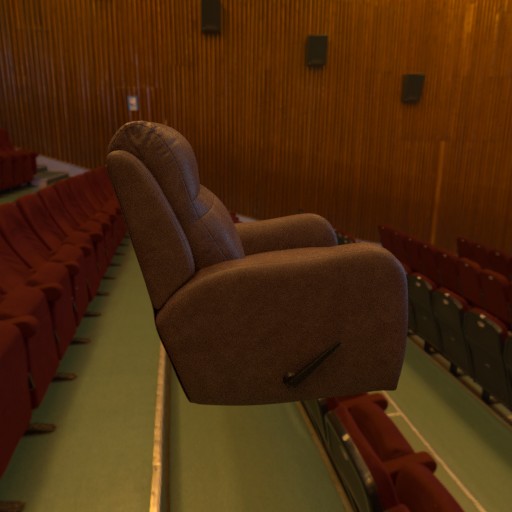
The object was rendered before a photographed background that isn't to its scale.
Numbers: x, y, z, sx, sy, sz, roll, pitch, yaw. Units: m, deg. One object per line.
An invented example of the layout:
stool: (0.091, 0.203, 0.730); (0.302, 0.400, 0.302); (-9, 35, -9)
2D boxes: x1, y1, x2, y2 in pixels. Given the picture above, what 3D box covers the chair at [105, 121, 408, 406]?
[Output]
chair: (0.000, 0.000, 1.860); (1.067, 1.067, 0.865); (-3, 15, -10)
